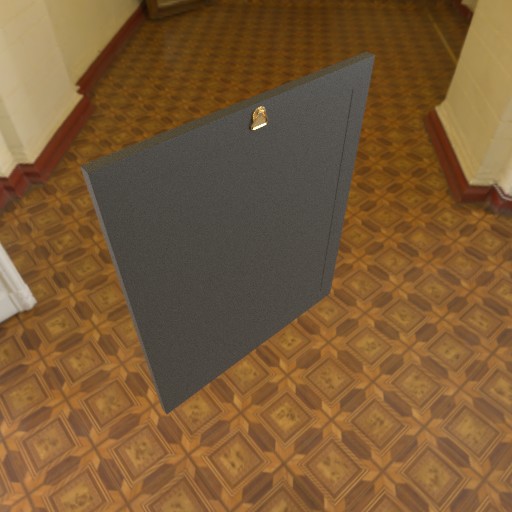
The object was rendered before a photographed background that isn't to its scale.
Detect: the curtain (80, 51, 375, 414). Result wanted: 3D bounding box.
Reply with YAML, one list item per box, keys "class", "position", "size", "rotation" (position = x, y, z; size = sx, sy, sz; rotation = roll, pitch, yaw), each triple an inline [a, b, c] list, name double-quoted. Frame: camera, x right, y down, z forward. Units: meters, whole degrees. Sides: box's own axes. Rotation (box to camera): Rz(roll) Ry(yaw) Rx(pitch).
- class: "curtain"
  position: [0.000, 0.000, 0.796]
  size: [0.483, 0.585, 0.027]
  rotation: [-32, 54, -27]
